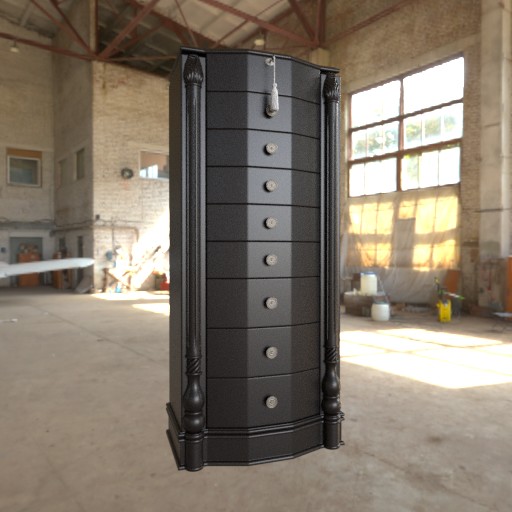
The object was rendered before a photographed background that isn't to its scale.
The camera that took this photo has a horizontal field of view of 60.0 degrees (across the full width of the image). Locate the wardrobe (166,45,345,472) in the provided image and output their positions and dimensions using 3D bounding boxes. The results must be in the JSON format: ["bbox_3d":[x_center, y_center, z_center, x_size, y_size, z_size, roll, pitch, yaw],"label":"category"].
[{"bbox_3d":[0.000,0.000,1.192,0.444,1.011,0.295,0,1,-18],"label":"wardrobe"}]
